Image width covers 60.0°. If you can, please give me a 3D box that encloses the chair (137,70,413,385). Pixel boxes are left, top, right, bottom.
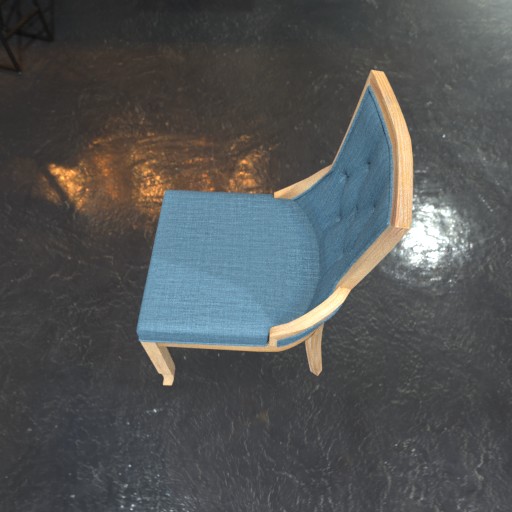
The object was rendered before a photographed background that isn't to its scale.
[{"bbox_3d":[0.000,0.000,1.320,0.641,0.947,0.524,2,57,1],"label":"chair"}]
